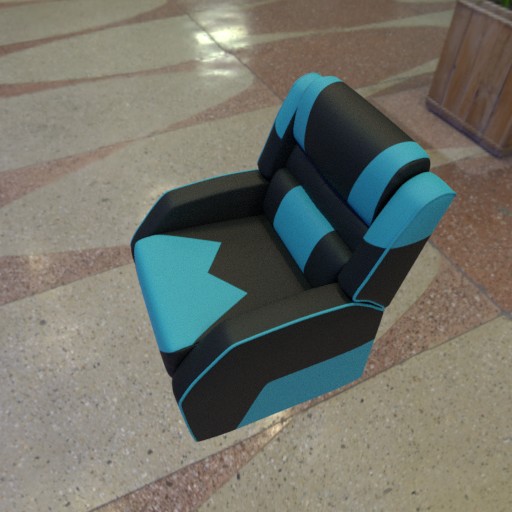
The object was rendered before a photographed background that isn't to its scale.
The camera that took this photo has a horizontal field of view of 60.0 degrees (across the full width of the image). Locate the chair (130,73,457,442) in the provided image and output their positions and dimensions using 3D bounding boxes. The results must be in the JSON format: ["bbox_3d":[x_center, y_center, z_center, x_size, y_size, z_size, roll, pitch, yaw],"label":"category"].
[{"bbox_3d":[0.000,0.000,1.288,0.672,0.805,0.620,-17,49,-15],"label":"chair"}]
